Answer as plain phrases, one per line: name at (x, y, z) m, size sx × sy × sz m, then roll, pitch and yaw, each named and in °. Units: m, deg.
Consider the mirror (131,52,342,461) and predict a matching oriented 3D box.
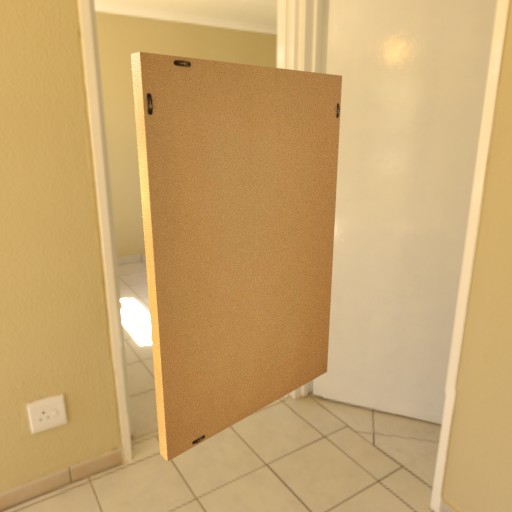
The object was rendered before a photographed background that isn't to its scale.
mirror at (0.000, 0.000, 1.156) m, size 0.609 × 0.915 × 0.040 m, roll -14°, pitch 22°, yaw -40°
